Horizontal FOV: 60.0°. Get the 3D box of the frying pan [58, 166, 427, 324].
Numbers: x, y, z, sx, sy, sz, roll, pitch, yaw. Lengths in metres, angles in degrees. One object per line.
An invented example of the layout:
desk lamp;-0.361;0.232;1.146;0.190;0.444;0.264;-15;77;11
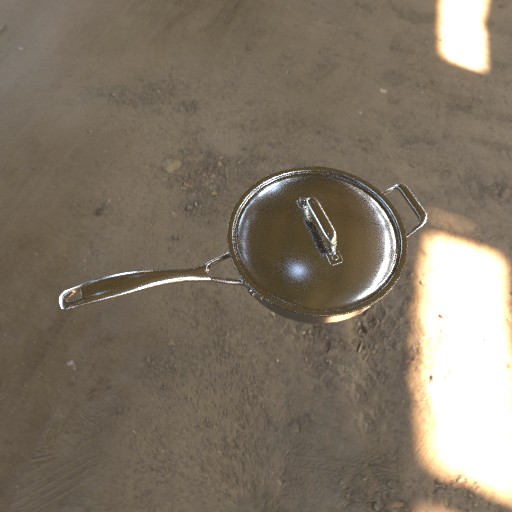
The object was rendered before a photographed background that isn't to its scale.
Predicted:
frying pan;0.000;0.000;0.679;0.561;0.114;0.280;-18;60;-11
